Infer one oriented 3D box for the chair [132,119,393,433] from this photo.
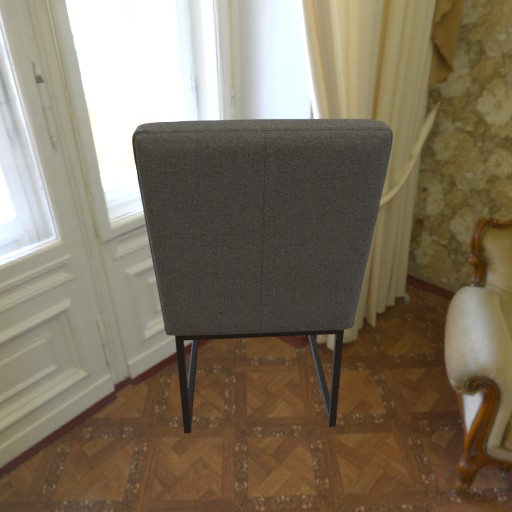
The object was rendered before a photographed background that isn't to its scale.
[{"bbox_3d":[0.000,0.000,1.333,0.520,0.930,0.634,-2,31,-3],"label":"chair"}]
